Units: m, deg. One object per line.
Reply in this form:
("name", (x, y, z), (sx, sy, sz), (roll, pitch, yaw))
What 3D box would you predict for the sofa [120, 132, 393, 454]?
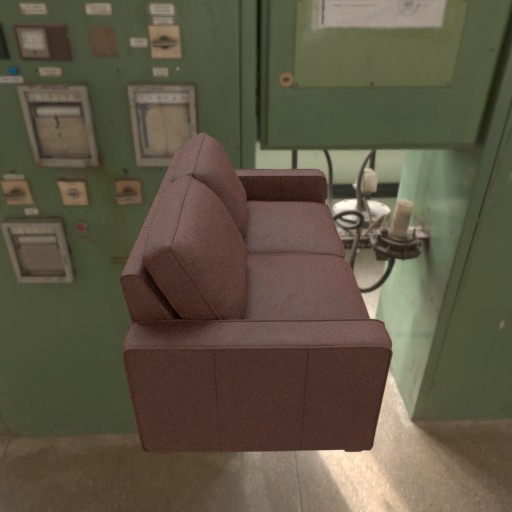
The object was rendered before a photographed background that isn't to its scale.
("sofa", (0.000, 0.000, 2.270), (0.947, 0.918, 1.709), (0, 31, -1))
